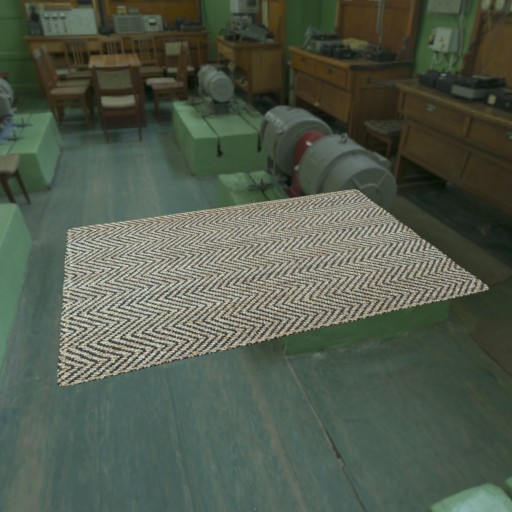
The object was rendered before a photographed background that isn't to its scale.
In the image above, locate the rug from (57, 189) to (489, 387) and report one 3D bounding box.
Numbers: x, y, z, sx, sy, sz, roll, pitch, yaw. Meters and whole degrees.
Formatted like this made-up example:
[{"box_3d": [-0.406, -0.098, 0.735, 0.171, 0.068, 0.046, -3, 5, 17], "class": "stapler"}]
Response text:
[{"box_3d": [0.000, 0.000, 2.239, 1.828, 0.008, 1.219, -10, 33, -16], "class": "rug"}]
